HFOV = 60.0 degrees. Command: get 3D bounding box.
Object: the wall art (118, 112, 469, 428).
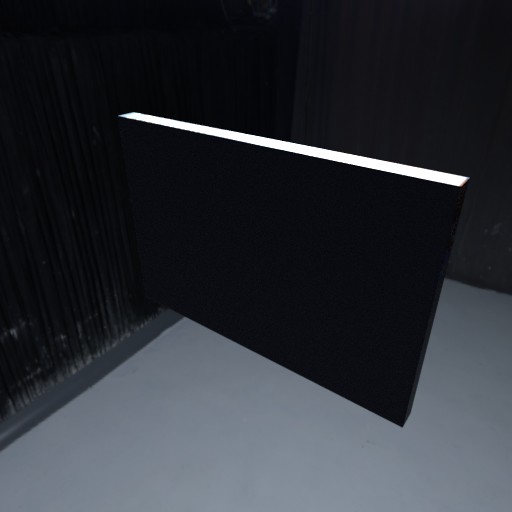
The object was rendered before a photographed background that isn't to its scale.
[{"bbox_3d":[0.000,0.000,0.776,0.610,0.406,0.037,20,35,31],"label":"wall art"}]
